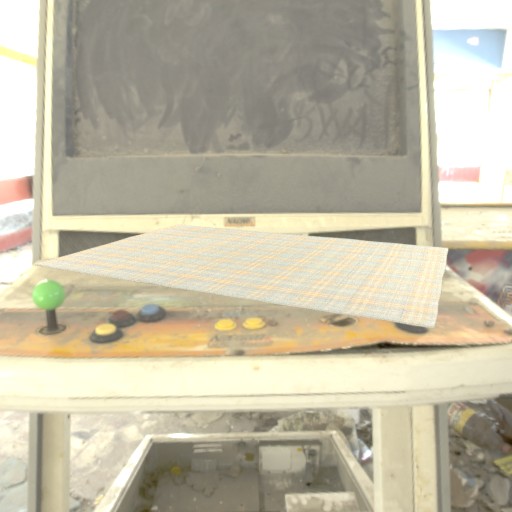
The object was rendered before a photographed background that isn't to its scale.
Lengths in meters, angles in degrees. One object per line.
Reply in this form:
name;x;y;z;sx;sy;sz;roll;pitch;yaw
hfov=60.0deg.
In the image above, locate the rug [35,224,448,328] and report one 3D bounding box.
rug;0.000;0.000;2.336;1.835;0.012;1.231;6;16;24
